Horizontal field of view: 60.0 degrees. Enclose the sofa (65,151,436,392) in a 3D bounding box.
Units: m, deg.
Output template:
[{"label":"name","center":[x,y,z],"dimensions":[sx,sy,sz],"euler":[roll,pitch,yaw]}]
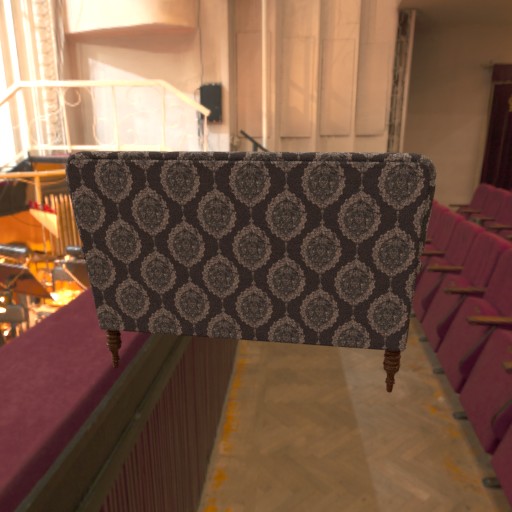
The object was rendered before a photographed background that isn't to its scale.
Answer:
[{"label":"sofa","center":[0.000,0.000,1.842],"dimensions":[1.297,0.867,0.779],"euler":[2,15,9]}]
